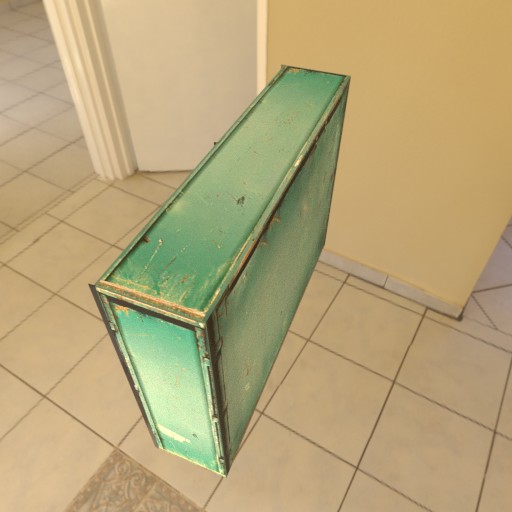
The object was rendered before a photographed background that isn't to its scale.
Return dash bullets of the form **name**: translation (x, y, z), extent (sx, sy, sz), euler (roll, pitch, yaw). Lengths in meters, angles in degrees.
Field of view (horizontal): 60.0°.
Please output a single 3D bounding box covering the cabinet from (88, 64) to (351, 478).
- **cabinet**: translation (0.000, 0.000, 3.966), extent (0.680, 2.160, 3.001), euler (16, 48, 15)
